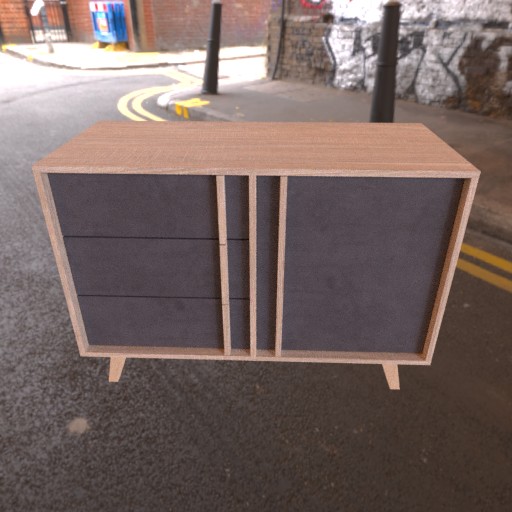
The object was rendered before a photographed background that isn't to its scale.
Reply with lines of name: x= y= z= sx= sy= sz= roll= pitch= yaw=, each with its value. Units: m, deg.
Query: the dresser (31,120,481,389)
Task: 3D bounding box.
dresser: x=0.000 y=0.000 z=1.503 sx=1.110 sy=0.780 sz=0.500 roll=1 pitch=30 yaw=2
